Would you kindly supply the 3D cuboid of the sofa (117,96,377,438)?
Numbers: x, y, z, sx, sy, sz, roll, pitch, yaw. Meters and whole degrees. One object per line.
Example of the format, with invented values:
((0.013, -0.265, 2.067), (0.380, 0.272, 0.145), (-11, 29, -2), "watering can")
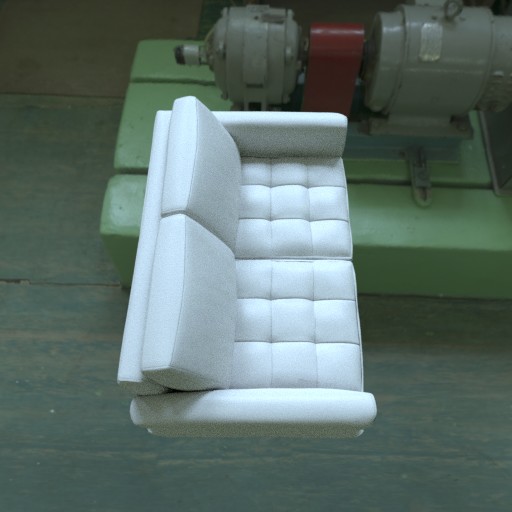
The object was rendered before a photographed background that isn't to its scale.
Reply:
((0.000, 0.000, 2.422), (1.121, 0.930, 1.819), (1, 64, 0), "sofa")
